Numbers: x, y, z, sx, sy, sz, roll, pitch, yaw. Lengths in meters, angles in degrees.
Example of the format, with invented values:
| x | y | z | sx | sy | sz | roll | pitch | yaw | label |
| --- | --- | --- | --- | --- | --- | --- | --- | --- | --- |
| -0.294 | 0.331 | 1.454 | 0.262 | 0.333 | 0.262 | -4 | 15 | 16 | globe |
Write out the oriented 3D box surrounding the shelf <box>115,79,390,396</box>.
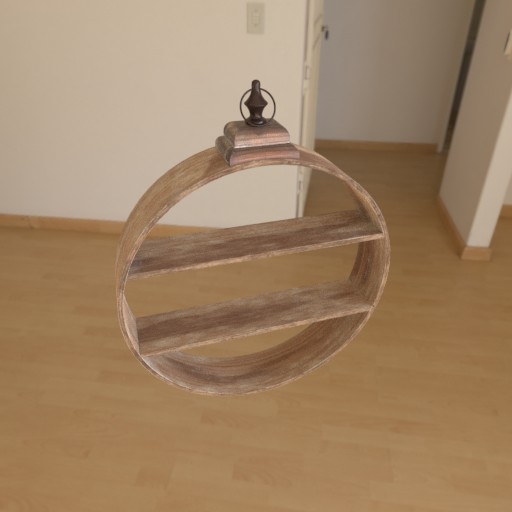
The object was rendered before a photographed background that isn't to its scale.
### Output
| x | y | z | sx | sy | sz | roll | pitch | yaw | label |
| --- | --- | --- | --- | --- | --- | --- | --- | --- | --- |
| 0.000 | 0.000 | 0.964 | 0.601 | 0.725 | 0.125 | -9 | 33 | -15 | shelf |
